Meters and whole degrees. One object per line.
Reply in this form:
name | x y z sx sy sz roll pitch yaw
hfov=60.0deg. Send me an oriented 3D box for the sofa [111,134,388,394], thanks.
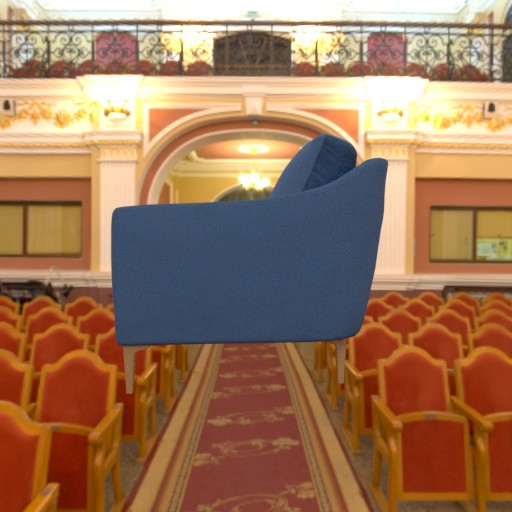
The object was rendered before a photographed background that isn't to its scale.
sofa | 0.000 0.000 2.212 0.960 0.902 1.619 0 0 0
